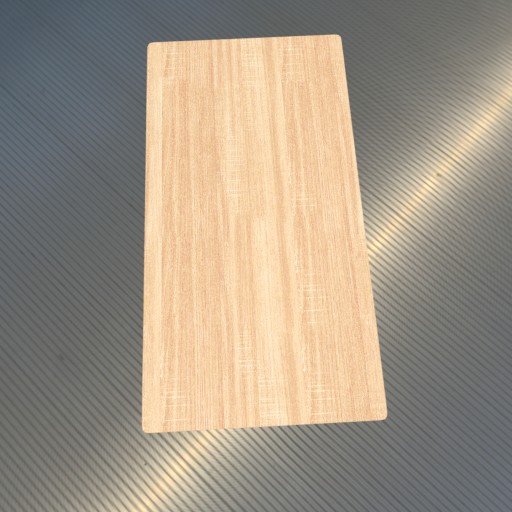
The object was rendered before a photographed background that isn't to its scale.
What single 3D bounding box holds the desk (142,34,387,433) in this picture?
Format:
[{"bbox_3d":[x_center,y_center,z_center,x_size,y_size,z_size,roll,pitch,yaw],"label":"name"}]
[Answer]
[{"bbox_3d":[0.000,0.000,1.329,0.480,0.770,0.884,-3,75,-1],"label":"desk"}]
